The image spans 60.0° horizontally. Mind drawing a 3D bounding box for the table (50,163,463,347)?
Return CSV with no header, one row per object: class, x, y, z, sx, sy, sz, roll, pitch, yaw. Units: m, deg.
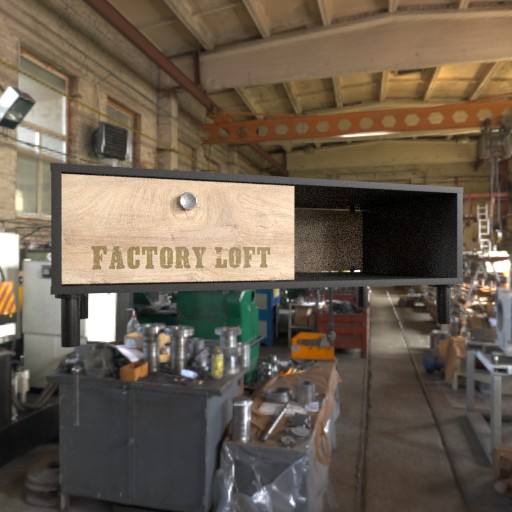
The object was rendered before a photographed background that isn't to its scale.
table,0.000,0.000,1.369,1.100,0.400,0.550,0,0,-18
